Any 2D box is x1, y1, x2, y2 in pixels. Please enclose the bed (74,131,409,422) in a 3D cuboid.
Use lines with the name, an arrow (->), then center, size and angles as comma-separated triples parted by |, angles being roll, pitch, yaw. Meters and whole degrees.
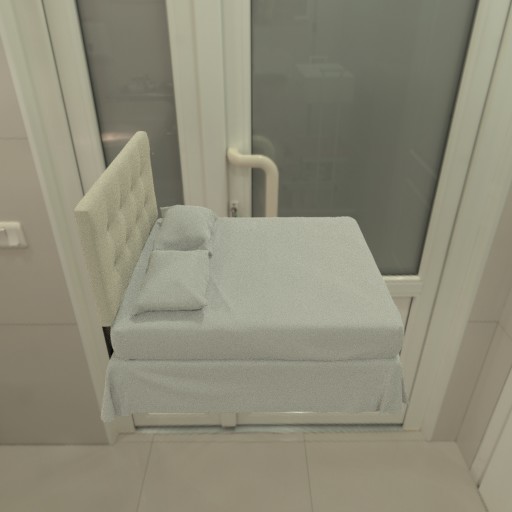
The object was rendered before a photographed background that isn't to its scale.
bed -> 0.000, 0.000, 3.554 | 2.222, 1.577, 1.936 | 0, 31, 0
